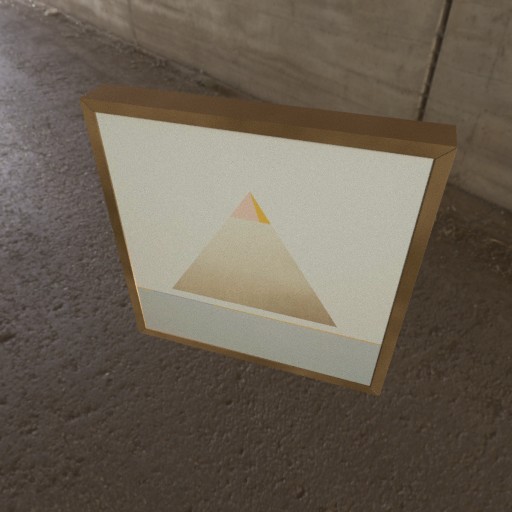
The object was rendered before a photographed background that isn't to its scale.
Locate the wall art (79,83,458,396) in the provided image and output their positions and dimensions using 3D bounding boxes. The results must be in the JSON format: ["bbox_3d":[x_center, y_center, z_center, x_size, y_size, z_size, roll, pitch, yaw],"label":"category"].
[{"bbox_3d":[0.000,0.000,0.453,0.305,0.303,0.038,12,41,14],"label":"wall art"}]
